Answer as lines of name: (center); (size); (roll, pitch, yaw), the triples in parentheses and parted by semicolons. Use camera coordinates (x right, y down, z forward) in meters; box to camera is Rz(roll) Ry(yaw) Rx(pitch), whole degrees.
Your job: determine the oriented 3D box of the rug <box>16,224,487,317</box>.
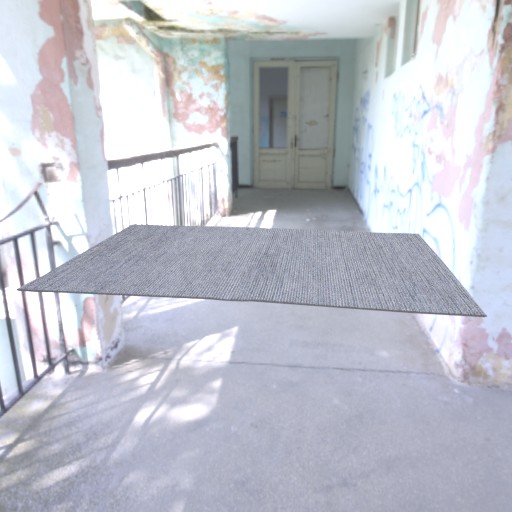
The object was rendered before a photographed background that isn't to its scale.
rug: (0.000, 0.000, 2.196); (1.789, 0.021, 1.159); (2, 17, 8)
